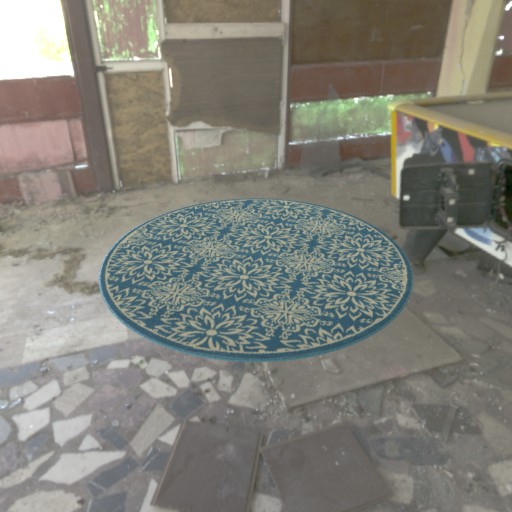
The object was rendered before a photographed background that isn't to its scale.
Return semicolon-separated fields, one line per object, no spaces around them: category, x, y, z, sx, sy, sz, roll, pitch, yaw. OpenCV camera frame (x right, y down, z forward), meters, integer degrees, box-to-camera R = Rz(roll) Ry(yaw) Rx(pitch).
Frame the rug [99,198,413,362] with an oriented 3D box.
rug;0.000;0.000;2.348;1.593;0.012;1.593;0;30;0
